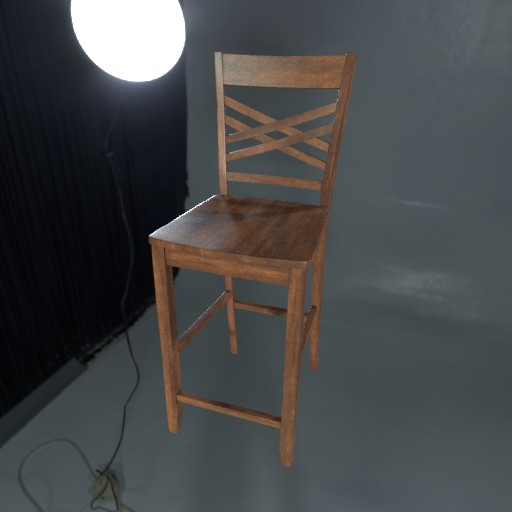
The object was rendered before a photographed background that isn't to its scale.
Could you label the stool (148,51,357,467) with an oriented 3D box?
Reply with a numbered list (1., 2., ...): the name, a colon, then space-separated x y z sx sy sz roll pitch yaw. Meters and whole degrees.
1. stool: 0.000 0.000 1.324 0.426 1.098 0.504 9 27 17
